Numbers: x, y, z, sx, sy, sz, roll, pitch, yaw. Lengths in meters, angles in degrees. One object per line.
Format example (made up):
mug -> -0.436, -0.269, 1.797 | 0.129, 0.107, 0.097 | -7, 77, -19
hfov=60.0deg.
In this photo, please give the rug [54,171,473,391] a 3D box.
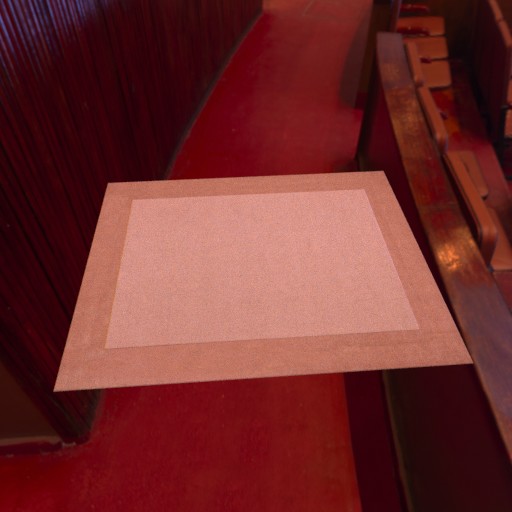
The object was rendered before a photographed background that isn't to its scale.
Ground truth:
rug -> 0.000, 0.000, 4.051 | 3.048, 0.014, 2.438 | -3, 46, -3
